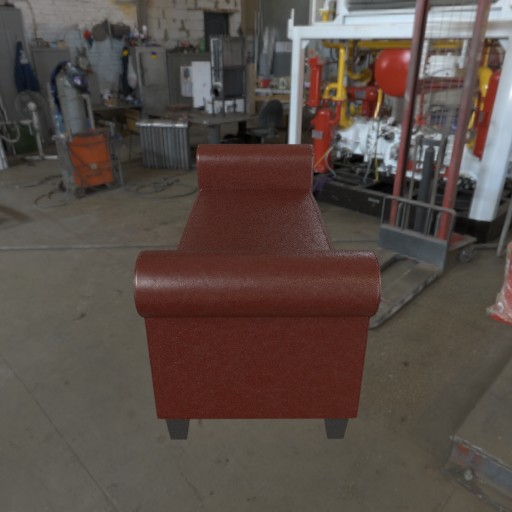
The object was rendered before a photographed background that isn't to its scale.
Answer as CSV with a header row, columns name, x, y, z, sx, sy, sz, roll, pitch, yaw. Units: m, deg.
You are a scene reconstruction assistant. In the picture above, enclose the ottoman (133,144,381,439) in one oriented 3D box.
name,x,y,z,sx,sy,sz,roll,pitch,yaw
ottoman,0.000,0.000,1.552,0.521,0.547,1.256,0,26,0
